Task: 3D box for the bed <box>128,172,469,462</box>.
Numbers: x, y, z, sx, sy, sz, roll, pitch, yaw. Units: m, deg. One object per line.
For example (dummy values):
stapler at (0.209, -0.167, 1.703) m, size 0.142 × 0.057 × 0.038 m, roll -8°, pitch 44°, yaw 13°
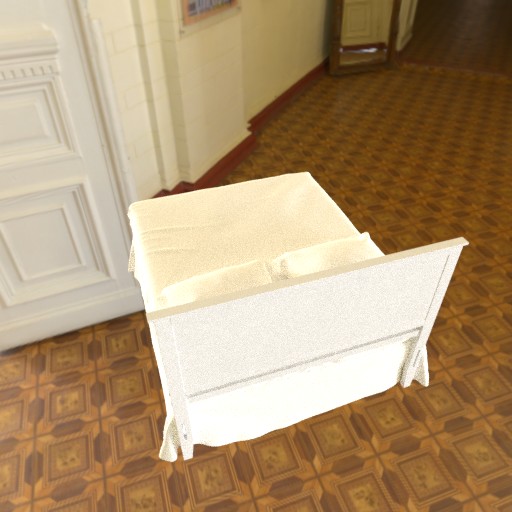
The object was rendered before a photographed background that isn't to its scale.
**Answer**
bed at (0.000, 0.000, 3.196) m, size 1.876 × 1.269 × 2.047 m, roll -13°, pitch 41°, yaw -15°
